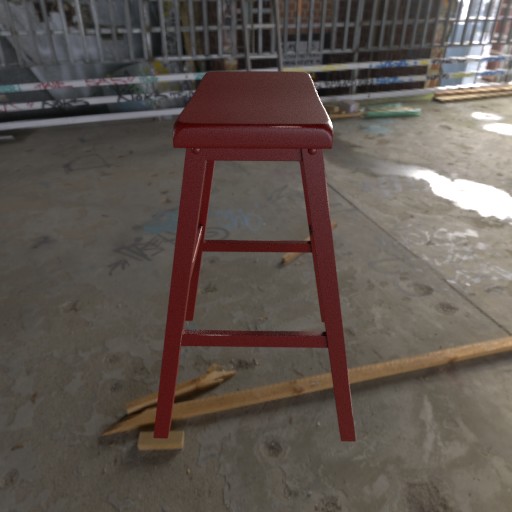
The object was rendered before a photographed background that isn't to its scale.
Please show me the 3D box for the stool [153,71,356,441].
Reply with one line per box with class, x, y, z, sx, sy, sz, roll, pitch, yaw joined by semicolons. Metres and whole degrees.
stool;0.000;0.000;1.039;0.476;0.737;0.457;1;32;1
